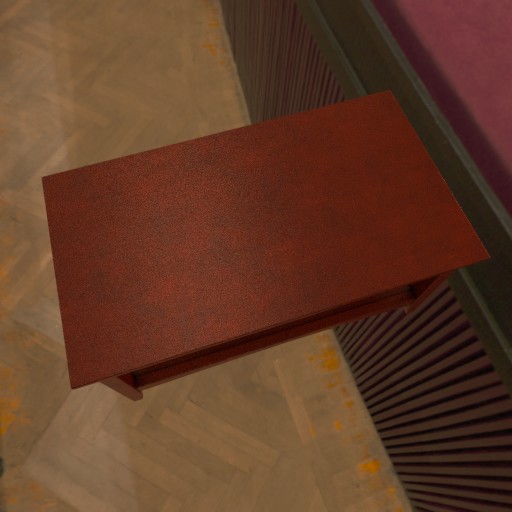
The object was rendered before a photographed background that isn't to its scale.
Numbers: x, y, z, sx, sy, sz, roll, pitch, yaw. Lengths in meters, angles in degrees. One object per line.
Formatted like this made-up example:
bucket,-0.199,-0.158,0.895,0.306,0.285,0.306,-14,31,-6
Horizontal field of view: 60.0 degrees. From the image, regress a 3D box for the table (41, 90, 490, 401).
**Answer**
table,0.000,0.000,1.252,0.943,0.456,0.533,-16,66,-7
